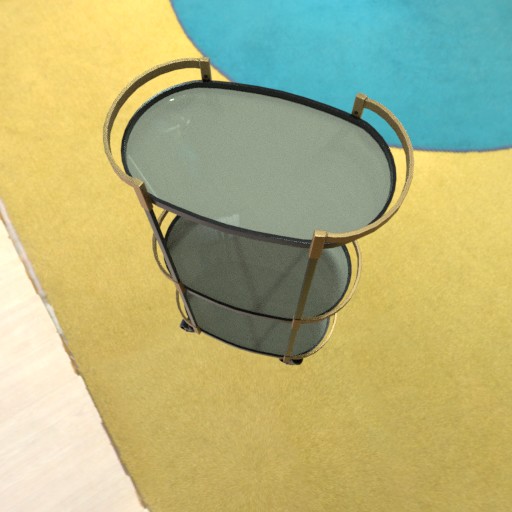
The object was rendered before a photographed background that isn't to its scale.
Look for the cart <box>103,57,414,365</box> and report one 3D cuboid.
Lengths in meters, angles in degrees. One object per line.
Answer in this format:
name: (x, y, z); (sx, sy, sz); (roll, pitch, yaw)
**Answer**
cart: (0.000, 0.000, 1.121); (0.515, 0.885, 0.311); (16, 65, 8)
